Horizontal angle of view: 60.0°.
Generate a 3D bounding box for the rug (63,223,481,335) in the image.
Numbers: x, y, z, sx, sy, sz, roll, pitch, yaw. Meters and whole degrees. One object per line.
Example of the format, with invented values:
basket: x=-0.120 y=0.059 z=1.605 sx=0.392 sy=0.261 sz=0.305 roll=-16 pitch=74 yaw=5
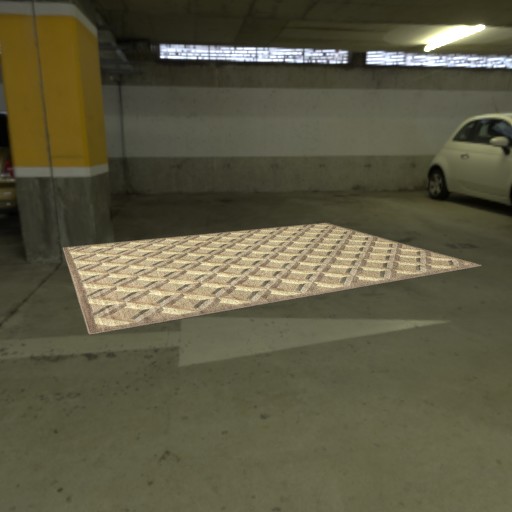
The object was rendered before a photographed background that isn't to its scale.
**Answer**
rug: x=0.000 y=0.000 z=4.255 sx=3.294 sy=0.018 sz=2.382 roll=-7 pitch=16 yaw=-25
